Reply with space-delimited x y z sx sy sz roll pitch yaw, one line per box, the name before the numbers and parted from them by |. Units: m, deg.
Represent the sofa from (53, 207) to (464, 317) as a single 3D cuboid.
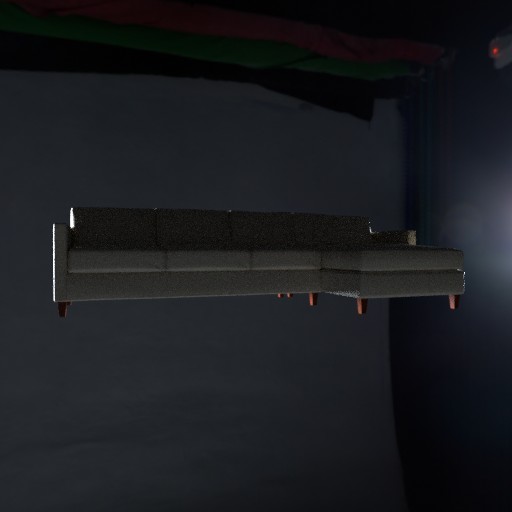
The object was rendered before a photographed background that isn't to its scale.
sofa | 0.000 0.000 4.159 3.471 0.954 1.603 0 1 -20
